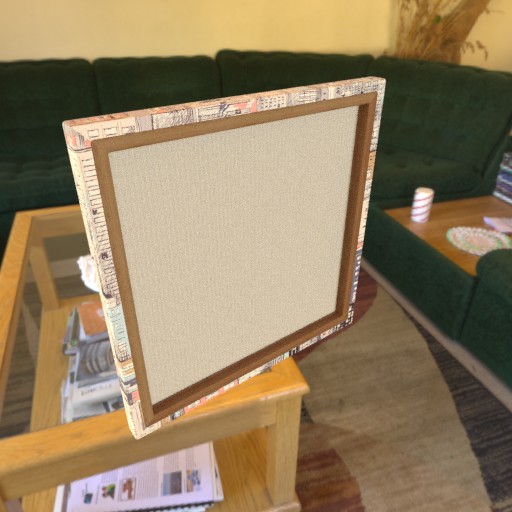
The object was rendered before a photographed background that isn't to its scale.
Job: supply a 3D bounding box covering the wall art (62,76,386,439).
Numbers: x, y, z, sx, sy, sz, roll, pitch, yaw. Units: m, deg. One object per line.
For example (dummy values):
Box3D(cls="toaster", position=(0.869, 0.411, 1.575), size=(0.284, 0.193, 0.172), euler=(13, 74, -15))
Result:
Box3D(cls="wall art", position=(0.000, 0.000, 0.877), size=(0.607, 0.608, 0.038), euler=(-21, 36, -31))
